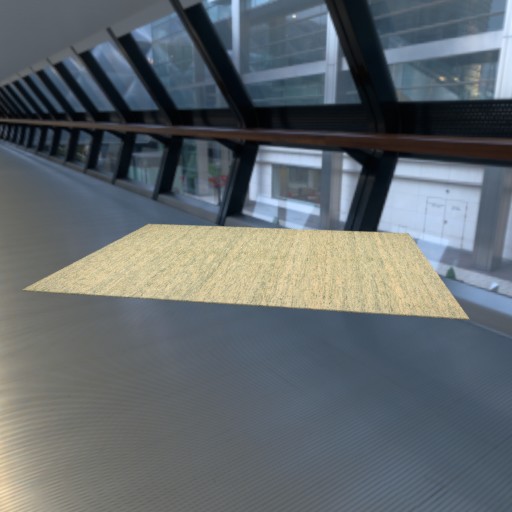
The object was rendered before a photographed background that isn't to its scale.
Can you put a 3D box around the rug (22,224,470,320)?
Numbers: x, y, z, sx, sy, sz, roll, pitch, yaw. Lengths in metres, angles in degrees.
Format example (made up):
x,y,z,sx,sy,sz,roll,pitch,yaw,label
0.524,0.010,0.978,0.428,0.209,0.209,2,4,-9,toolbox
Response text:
x,y,z,sx,sy,sz,roll,pitch,yaw,label
0.000,0.000,4.264,3.201,0.014,2.437,3,16,9,rug
